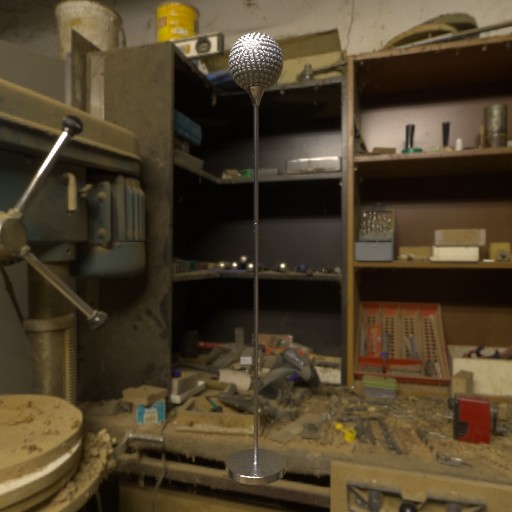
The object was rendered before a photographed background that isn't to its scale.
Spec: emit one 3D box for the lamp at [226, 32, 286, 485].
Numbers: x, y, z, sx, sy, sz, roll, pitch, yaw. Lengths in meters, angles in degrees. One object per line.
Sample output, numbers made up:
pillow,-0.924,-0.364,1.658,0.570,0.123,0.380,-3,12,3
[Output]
lamp,0.000,0.000,1.864,0.254,1.805,0.254,0,1,0
